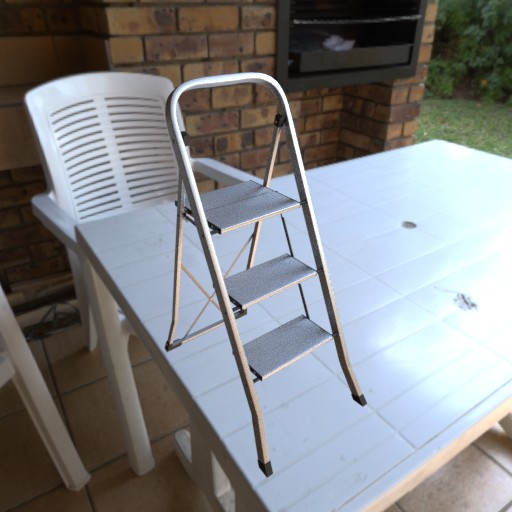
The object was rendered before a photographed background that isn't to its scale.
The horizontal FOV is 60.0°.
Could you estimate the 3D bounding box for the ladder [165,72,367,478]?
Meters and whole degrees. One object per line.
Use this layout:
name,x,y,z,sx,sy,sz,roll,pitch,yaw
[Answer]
ladder,0.000,0.000,1.440,0.465,1.070,0.704,-21,36,-32
